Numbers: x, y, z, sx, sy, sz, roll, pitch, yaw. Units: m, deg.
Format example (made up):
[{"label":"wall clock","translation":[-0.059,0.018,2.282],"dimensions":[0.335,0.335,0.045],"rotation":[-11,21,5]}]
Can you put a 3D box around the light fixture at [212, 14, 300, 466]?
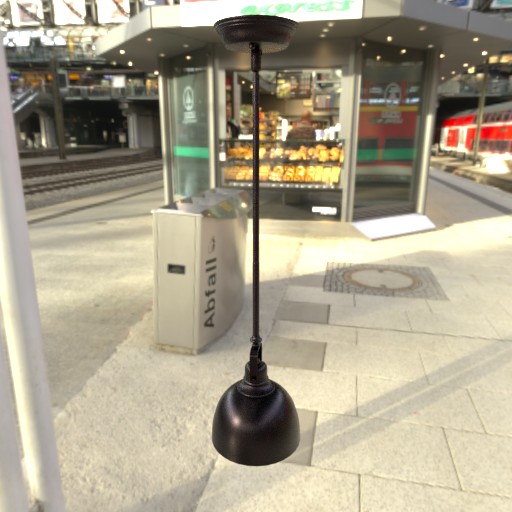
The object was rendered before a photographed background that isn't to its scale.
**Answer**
[{"label":"light fixture","translation":[0.000,0.000,0.814],"dimensions":[0.182,0.768,0.182],"rotation":[3,15,10]}]
